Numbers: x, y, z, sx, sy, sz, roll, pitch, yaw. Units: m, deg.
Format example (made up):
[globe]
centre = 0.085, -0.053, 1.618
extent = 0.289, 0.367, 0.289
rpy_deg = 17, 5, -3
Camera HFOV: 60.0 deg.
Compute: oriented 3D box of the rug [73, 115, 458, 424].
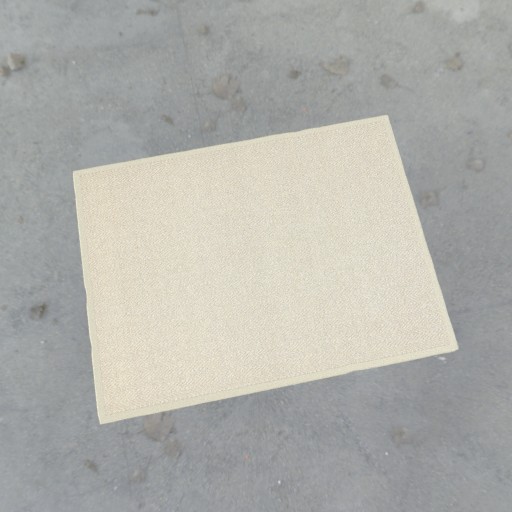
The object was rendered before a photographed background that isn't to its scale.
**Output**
[rug]
centre = 0.000, 0.000, 4.734
extent = 3.659, 0.037, 2.734
rpy_deg = -11, 76, -3
